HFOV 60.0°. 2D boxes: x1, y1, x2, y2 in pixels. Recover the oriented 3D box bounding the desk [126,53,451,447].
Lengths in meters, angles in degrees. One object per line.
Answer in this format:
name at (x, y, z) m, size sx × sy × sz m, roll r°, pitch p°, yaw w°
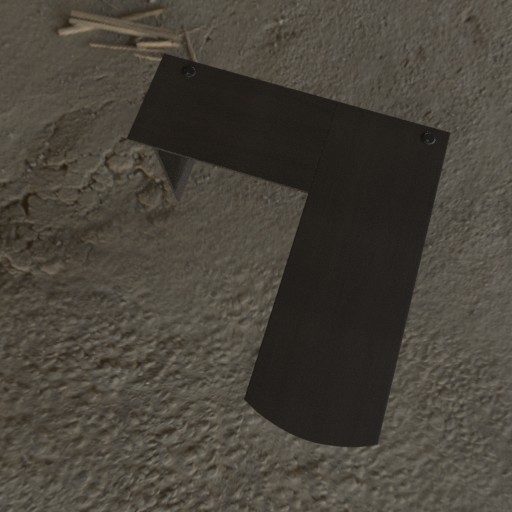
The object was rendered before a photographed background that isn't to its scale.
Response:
desk at (0.000, 0.000, 2.115) m, size 1.303 × 0.716 × 1.361 m, roll 17°, pitch 76°, yaw 5°
